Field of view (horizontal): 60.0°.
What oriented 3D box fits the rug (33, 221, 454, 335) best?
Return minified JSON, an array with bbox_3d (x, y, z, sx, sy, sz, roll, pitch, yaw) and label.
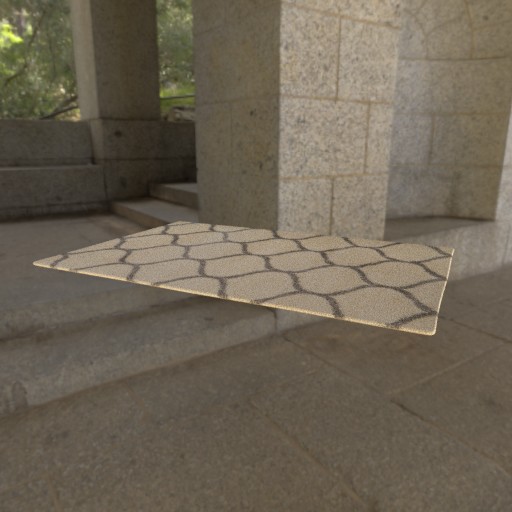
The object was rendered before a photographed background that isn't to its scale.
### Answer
[{"bbox_3d":[0.000,0.000,3.384,2.701,0.026,1.801,7,17,25],"label":"rug"}]
